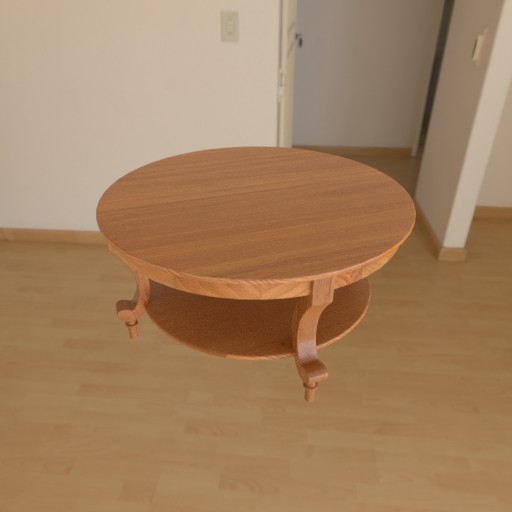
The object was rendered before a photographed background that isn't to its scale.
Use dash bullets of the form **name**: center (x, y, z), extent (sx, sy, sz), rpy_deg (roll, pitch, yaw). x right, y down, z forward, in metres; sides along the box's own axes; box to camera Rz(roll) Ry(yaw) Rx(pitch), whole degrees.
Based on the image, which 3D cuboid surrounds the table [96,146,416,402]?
- **table**: center (0.000, 0.000, 1.609), extent (1.029, 0.490, 1.029), rpy_deg (0, 31, 0)
